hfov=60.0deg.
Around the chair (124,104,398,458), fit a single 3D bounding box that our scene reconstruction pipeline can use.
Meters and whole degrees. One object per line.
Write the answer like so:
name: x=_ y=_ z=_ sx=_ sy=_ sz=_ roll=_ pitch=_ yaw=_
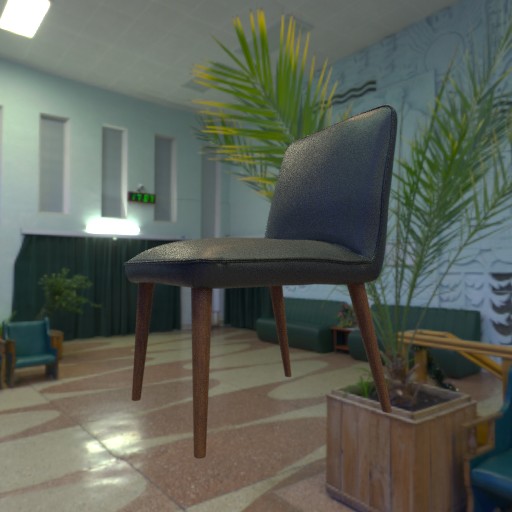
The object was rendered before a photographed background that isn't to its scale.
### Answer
chair: x=0.000 y=0.000 z=1.201 sx=0.645 sy=0.801 sz=0.543 roll=1 pitch=-2 yaw=-36
